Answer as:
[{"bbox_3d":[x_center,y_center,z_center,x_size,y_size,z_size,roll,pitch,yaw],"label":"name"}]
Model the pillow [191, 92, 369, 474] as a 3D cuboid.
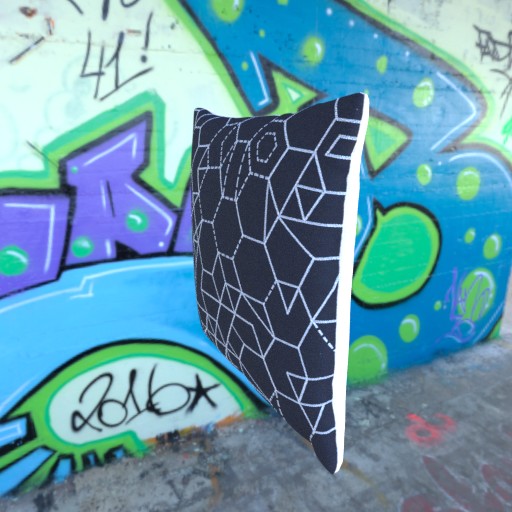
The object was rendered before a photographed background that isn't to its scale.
[{"bbox_3d":[0.000,0.000,0.771,0.158,0.508,0.517,-8,18,-27],"label":"pillow"}]
